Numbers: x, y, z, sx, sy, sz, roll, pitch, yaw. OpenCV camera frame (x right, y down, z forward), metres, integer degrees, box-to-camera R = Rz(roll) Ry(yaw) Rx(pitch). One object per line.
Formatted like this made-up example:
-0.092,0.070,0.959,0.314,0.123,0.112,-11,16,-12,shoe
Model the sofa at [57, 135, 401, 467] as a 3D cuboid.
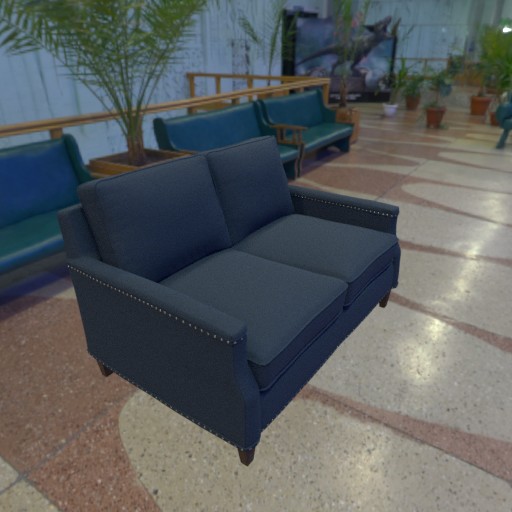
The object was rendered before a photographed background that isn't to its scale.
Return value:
0.000,0.000,2.335,1.084,1.003,1.597,18,31,32,sofa
